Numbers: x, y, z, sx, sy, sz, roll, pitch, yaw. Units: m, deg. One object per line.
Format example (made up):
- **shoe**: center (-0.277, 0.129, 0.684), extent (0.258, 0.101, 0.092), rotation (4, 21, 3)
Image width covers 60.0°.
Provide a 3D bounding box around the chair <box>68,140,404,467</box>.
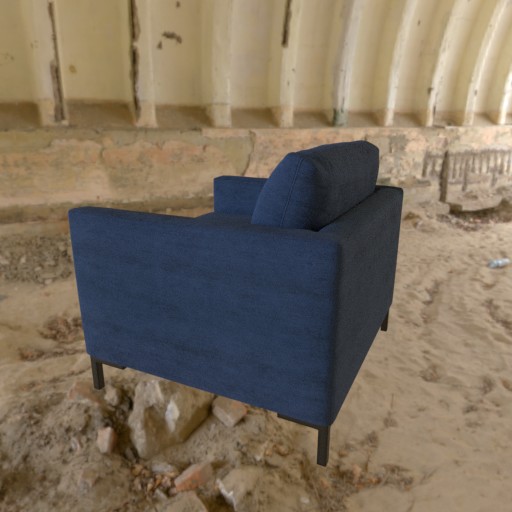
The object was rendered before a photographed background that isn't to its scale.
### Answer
- **chair**: center (0.000, 0.000, 1.623), extent (0.875, 0.812, 0.964), rotation (8, 19, 25)
